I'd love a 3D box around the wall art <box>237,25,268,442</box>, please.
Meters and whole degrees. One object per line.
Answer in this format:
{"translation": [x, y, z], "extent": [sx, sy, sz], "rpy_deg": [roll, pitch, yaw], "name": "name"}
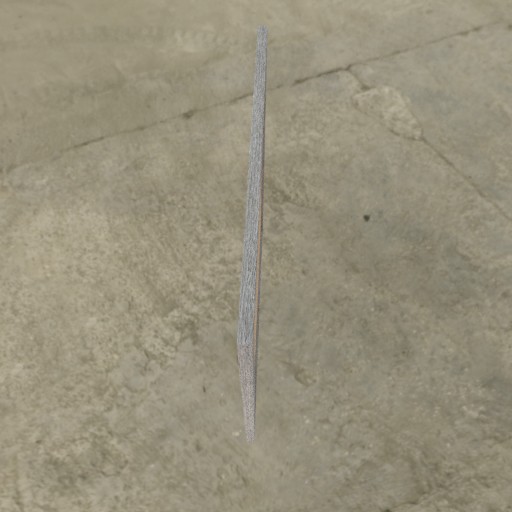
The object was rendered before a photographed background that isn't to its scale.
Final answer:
{"translation": [0.000, 0.000, 1.016], "extent": [0.020, 0.685, 0.685], "rpy_deg": [2, 58, 1], "name": "wall art"}
